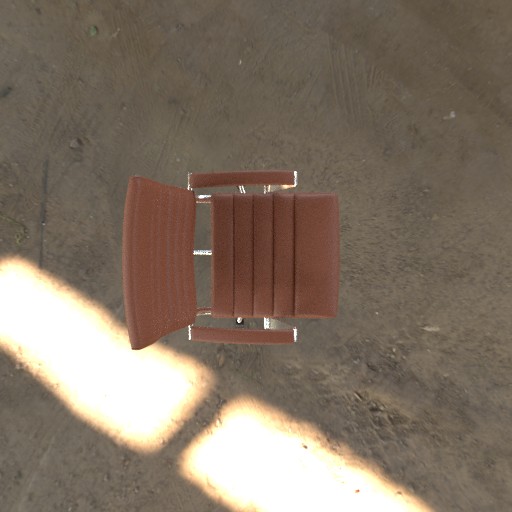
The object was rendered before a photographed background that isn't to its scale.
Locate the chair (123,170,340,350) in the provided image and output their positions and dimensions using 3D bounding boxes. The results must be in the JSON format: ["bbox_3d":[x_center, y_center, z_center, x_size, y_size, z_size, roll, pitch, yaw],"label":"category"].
[{"bbox_3d":[0.000,0.000,1.675,0.739,1.149,0.766,0,92,-1],"label":"chair"}]
